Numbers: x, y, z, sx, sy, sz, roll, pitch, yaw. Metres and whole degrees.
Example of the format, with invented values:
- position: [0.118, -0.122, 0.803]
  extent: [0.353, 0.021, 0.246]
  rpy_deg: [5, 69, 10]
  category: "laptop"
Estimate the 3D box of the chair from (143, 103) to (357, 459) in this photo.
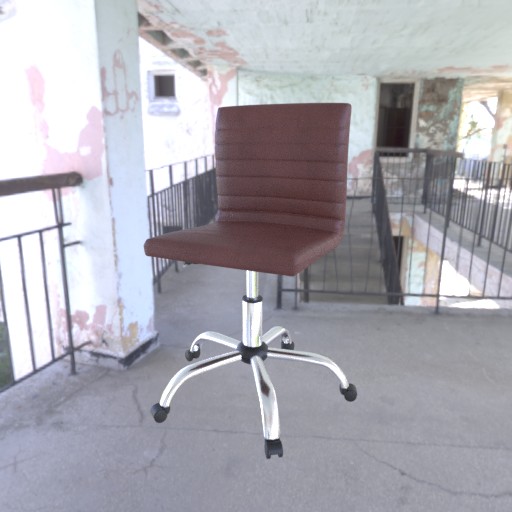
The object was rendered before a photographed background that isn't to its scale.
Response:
- position: [0.000, 0.000, 1.170]
  extent: [0.556, 0.780, 0.530]
  rpy_deg: [7, 17, 25]
  category: "chair"
